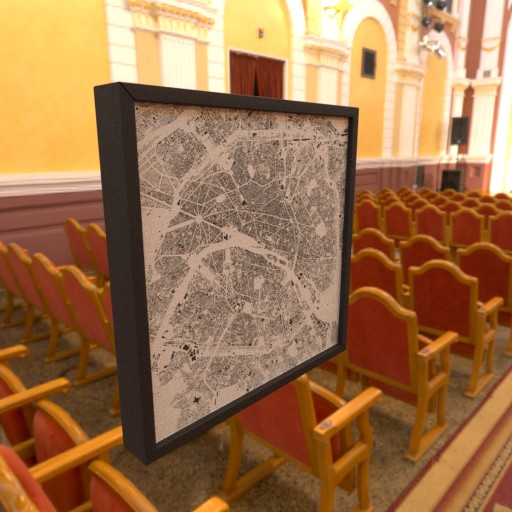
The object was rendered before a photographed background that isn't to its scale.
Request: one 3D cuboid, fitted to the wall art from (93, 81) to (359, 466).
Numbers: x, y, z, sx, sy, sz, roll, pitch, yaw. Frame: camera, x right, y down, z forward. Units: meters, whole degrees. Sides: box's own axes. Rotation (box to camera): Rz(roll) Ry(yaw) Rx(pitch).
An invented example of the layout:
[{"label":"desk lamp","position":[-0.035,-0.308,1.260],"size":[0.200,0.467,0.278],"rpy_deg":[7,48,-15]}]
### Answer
[{"label":"wall art","position":[0.000,0.000,0.455],"size":[0.037,0.305,0.305],"rpy_deg":[13,19,42]}]
